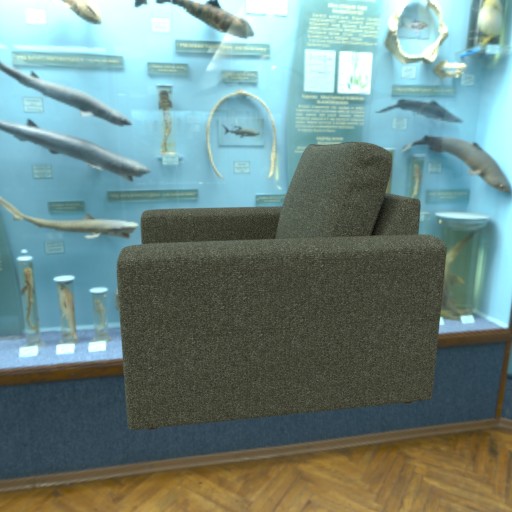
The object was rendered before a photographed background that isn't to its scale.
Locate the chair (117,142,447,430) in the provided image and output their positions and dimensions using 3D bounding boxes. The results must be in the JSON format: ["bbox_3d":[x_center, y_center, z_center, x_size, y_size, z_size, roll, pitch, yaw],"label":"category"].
[{"bbox_3d":[0.000,0.000,1.765,1.016,0.873,1.005,-2,13,-10],"label":"chair"}]
